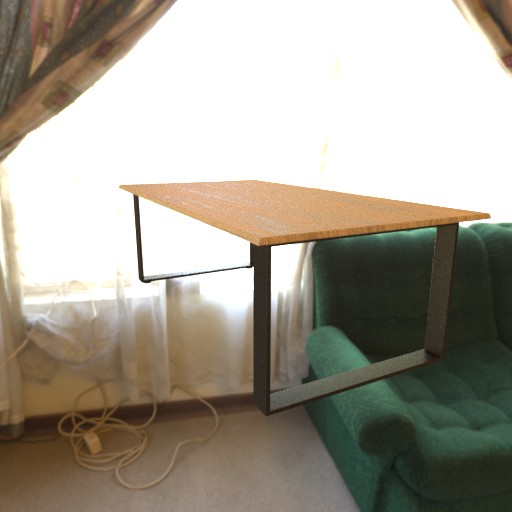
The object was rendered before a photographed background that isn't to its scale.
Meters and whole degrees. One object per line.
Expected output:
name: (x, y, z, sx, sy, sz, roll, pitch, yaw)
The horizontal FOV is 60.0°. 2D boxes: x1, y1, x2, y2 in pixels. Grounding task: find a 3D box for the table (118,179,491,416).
table: (0.000, 0.000, 1.626, 0.693, 0.445, 1.331, -7, 16, -27)
